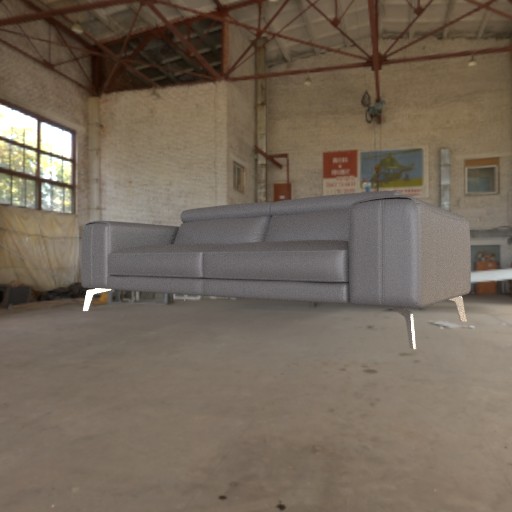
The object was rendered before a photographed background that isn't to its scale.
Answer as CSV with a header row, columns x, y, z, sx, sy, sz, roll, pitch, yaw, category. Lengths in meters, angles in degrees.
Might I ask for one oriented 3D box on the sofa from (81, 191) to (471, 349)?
x,y,z,sx,sy,sz,roll,pitch,yaw,category
0.000,0.000,2.816,2.321,0.759,1.023,0,-1,36,sofa
